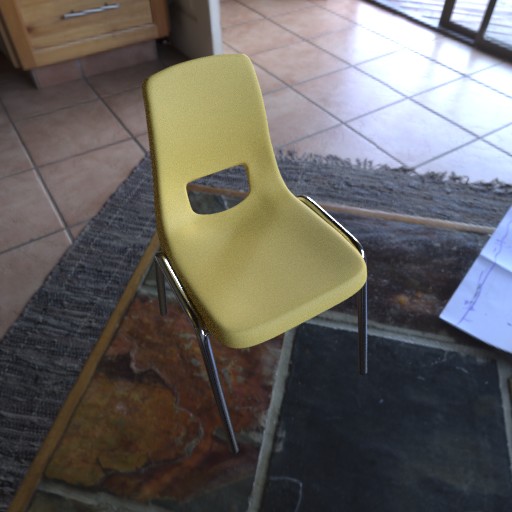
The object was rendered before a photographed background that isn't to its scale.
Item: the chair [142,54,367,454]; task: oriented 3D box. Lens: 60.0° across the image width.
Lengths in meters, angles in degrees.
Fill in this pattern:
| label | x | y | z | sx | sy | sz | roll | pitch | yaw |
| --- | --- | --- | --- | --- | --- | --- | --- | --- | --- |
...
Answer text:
| label | x | y | z | sx | sy | sz | roll | pitch | yaw |
| --- | --- | --- | --- | --- | --- | --- | --- | --- | --- |
| chair | 0.000 | 0.000 | 0.908 | 0.381 | 0.653 | 0.436 | -24 | 51 | -21 |
